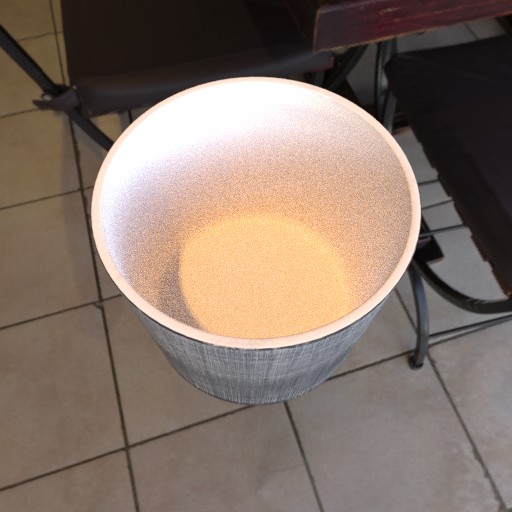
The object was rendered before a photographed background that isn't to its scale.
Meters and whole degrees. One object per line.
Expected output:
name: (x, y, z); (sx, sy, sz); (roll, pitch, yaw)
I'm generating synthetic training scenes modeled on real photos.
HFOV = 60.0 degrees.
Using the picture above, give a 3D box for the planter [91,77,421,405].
planter: (0.000, 0.000, 0.442); (0.254, 0.221, 0.254); (0, 62, 0)
